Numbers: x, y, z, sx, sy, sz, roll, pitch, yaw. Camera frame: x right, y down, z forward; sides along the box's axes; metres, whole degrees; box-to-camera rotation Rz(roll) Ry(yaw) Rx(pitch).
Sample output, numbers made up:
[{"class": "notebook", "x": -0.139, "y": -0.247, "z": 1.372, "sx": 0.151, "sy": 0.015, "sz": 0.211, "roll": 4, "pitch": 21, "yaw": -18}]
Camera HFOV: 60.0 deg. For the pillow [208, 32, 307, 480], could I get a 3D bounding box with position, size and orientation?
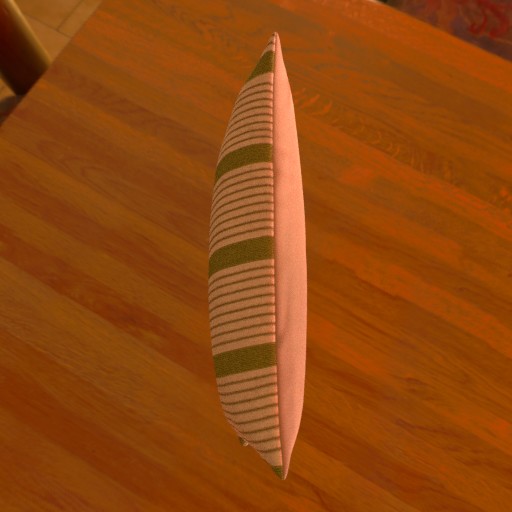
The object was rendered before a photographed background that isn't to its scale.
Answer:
[{"class": "pillow", "x": 0.000, "y": 0.000, "z": 0.715, "sx": 0.156, "sy": 0.292, "sz": 0.608, "roll": 0, "pitch": 75, "yaw": 0}]
